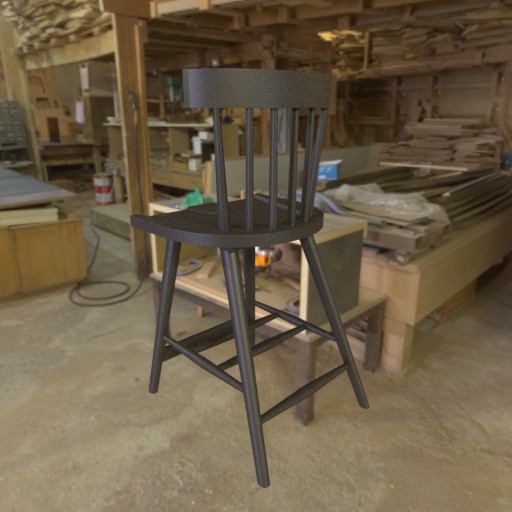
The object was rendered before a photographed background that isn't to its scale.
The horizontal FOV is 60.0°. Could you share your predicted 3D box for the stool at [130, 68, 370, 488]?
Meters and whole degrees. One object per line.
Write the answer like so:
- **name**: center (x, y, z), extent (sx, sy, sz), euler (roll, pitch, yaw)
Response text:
- **stool**: center (0.000, 0.000, 1.258), extent (0.494, 0.953, 0.549), euler (-17, 25, -41)
